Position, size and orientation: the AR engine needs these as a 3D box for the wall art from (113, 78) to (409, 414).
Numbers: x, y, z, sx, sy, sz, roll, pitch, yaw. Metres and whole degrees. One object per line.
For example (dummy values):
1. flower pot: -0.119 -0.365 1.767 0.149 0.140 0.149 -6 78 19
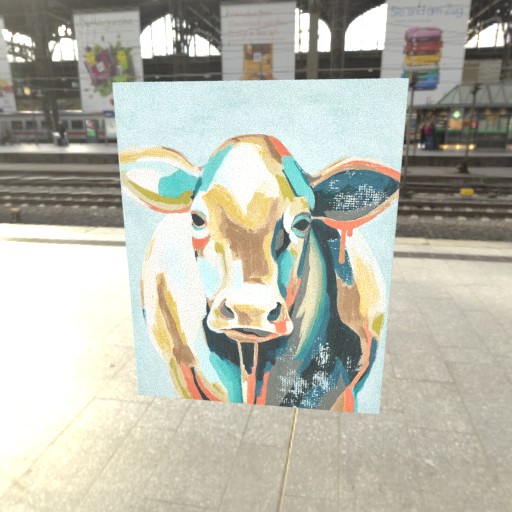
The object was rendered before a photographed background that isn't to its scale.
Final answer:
1. wall art: 0.000 0.000 0.693 0.409 0.509 0.037 2 16 7
